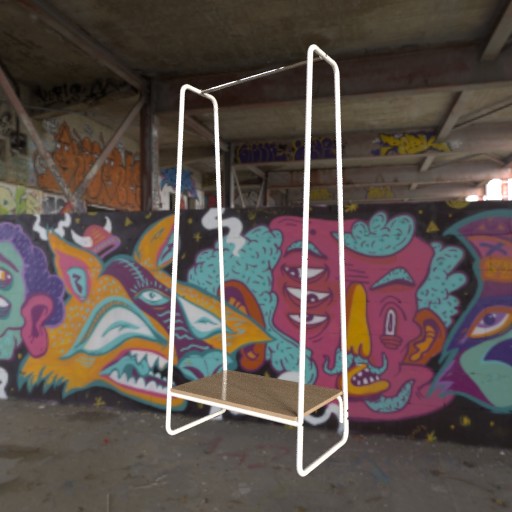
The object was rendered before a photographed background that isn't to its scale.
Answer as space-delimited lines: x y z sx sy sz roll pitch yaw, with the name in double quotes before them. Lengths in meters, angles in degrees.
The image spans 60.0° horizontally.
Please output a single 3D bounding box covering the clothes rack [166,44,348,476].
"clothes rack" 0.000 0.000 1.816 0.640 1.500 0.400 0 -1 35
